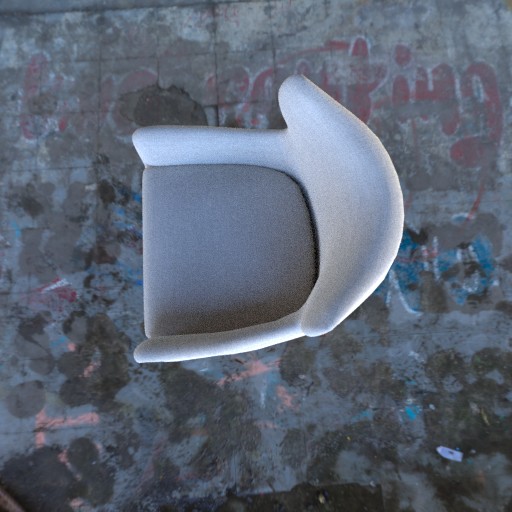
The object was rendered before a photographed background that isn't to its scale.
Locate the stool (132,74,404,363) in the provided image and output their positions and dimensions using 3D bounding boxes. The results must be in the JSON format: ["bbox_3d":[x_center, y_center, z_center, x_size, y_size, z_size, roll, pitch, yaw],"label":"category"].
[{"bbox_3d":[0.000,0.000,1.391,0.637,0.987,0.615,-4,76,-1],"label":"stool"}]
